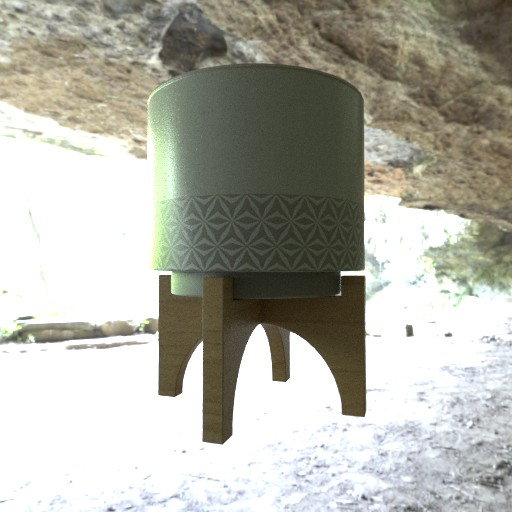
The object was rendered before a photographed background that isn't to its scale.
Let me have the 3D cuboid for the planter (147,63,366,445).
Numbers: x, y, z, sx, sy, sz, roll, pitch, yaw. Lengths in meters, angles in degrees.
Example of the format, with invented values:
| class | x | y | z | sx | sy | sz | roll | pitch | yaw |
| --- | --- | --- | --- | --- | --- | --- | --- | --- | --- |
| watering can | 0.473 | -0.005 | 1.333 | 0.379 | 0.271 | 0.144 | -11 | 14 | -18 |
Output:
| class | x | y | z | sx | sy | sz | roll | pitch | yaw |
| --- | --- | --- | --- | --- | --- | --- | --- | --- | --- |
| planter | 0.000 | 0.000 | 0.394 | 0.188 | 0.260 | 0.188 | 0 | -1 | 0 |
